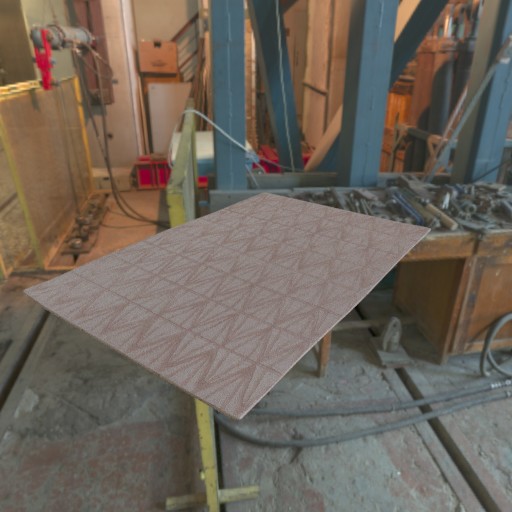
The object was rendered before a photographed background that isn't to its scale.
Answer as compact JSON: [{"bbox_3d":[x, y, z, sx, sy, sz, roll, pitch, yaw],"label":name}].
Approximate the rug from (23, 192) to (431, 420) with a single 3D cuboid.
[{"bbox_3d":[0.000,0.000,2.284,1.230,0.025,1.837,18,31,33],"label":"rug"}]
